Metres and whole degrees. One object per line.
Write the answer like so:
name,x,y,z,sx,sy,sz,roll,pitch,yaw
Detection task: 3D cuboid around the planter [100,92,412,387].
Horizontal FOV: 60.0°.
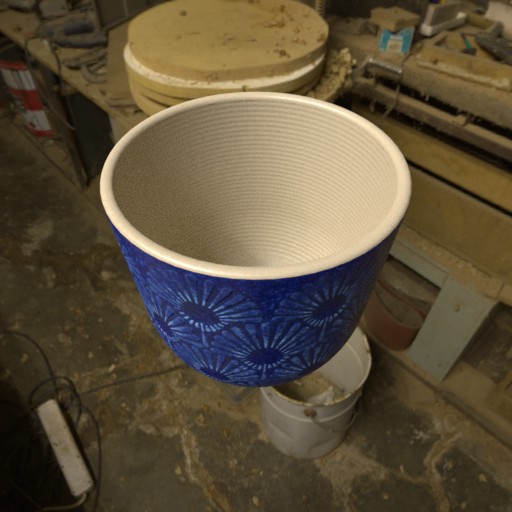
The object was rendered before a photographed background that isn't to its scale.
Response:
planter,0.000,0.000,0.301,0.170,0.153,0.170,0,46,0
